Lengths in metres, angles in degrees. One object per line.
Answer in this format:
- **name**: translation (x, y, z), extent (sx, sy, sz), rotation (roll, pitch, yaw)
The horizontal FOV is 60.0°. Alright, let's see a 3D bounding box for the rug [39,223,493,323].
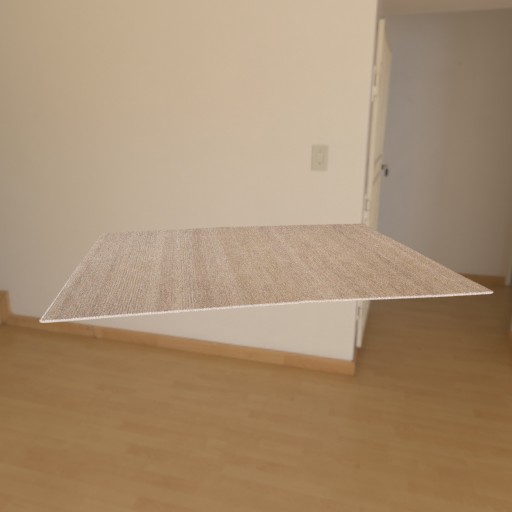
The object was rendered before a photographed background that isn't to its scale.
- **rug**: translation (0.000, 0.000, 4.267), extent (3.245, 0.046, 2.467), rotation (-3, 17, -9)
